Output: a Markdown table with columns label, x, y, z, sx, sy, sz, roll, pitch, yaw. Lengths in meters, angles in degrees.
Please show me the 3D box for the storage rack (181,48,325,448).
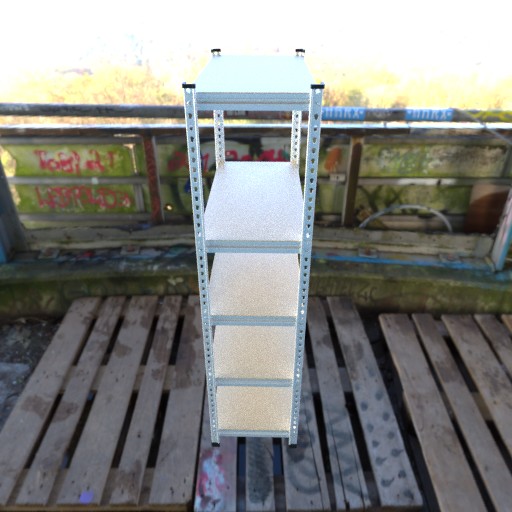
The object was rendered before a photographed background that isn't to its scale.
| label | x | y | z | sx | sy | sz | roll | pitch | yaw |
| --- | --- | --- | --- | --- | --- | --- | --- | --- | --- |
| storage rack | 0.000 | 0.000 | 2.264 | 0.457 | 1.829 | 0.914 | 1 | 32 | 1 |
